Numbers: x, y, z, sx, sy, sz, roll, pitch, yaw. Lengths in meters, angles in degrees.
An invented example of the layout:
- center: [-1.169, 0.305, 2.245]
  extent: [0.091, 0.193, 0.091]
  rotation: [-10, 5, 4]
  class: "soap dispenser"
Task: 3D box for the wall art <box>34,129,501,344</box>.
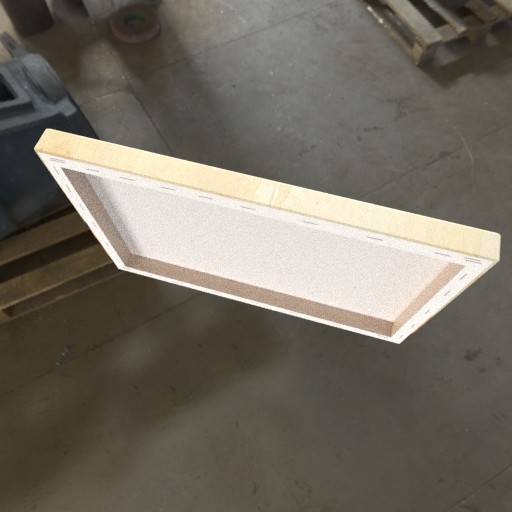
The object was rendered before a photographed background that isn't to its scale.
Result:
- center: [0.000, 0.000, 0.752]
  extent: [0.613, 0.402, 0.040]
  rotation: [14, 66, 7]
  class: "wall art"
